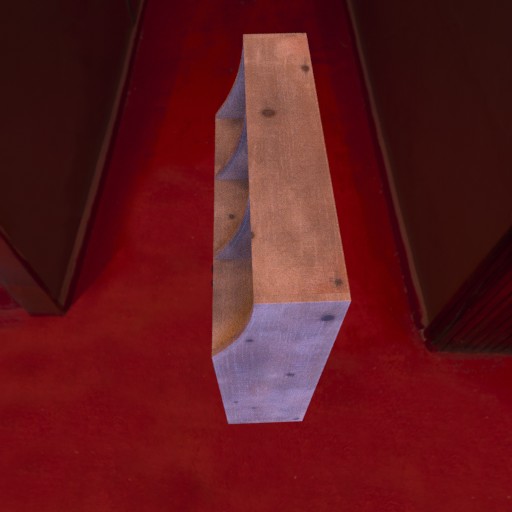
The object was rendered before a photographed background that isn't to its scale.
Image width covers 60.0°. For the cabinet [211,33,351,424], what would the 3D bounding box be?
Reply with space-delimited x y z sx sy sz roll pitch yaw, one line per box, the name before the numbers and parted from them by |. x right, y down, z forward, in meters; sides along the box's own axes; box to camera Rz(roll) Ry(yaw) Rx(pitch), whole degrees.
cabinet | 0.000 0.000 0.847 0.184 0.590 0.489 -2 58 -1
